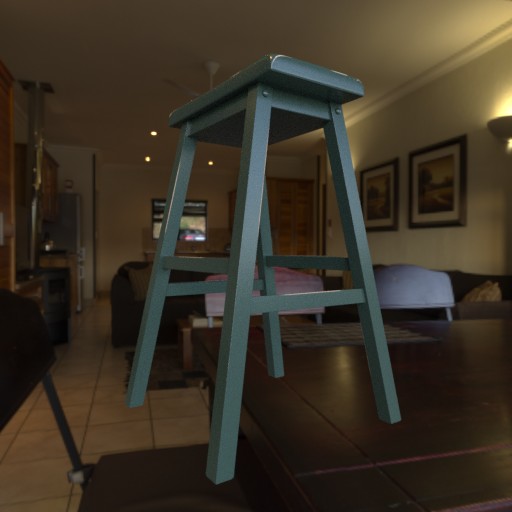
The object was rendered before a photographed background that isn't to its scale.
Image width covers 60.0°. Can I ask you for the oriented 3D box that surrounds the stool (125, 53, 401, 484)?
[{"bbox_3d":[0.000,0.000,1.040,0.476,0.737,0.457,-1,1,-35],"label":"stool"}]
